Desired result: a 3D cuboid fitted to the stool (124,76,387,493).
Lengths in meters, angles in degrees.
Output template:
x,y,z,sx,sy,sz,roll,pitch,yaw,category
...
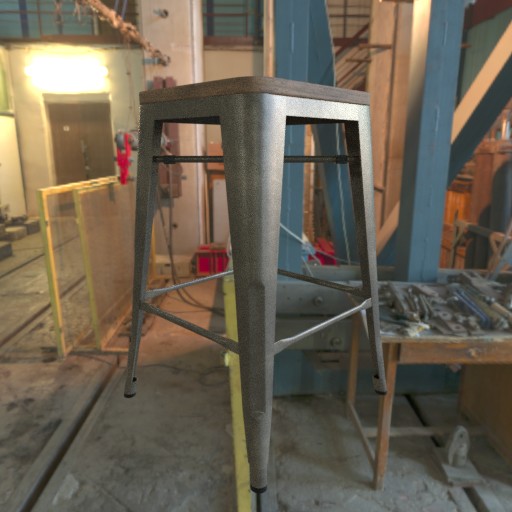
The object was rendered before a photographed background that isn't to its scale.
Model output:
x,y,z,sx,sy,sz,roll,pitch,yaw,category
0.000,0.000,0.877,0.407,0.607,0.407,13,19,42,stool
